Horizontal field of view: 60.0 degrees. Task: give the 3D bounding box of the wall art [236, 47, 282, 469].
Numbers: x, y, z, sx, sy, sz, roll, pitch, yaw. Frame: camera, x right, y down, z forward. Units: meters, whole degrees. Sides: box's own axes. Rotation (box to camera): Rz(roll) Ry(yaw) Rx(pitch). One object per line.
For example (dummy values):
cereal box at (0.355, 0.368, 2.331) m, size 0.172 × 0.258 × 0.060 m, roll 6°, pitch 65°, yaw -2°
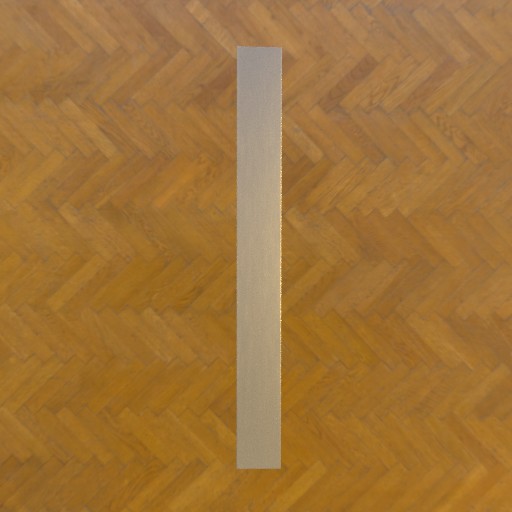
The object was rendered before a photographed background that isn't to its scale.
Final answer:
wall art at (0.000, 0.000, 0.542) m, size 0.038 × 0.350 × 0.350 m, roll 0°, pitch 91°, yaw -1°
